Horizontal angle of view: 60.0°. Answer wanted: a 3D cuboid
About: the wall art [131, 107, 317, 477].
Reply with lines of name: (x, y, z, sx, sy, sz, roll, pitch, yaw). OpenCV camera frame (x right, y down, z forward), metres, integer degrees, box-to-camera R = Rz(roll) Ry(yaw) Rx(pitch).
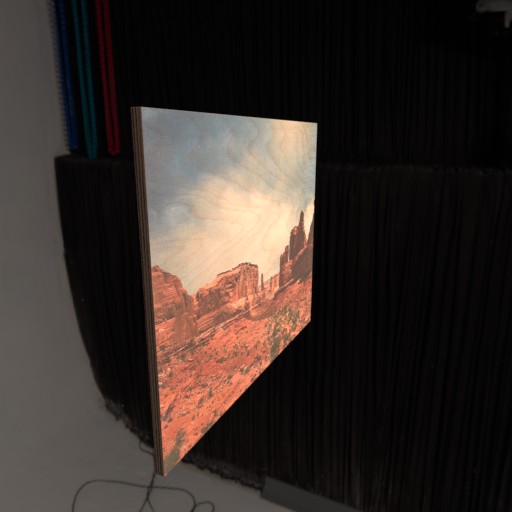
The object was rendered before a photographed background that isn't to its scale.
wall art: (0.000, 0.000, 0.683, 0.013, 0.406, 0.508, 7, 16, 25)
